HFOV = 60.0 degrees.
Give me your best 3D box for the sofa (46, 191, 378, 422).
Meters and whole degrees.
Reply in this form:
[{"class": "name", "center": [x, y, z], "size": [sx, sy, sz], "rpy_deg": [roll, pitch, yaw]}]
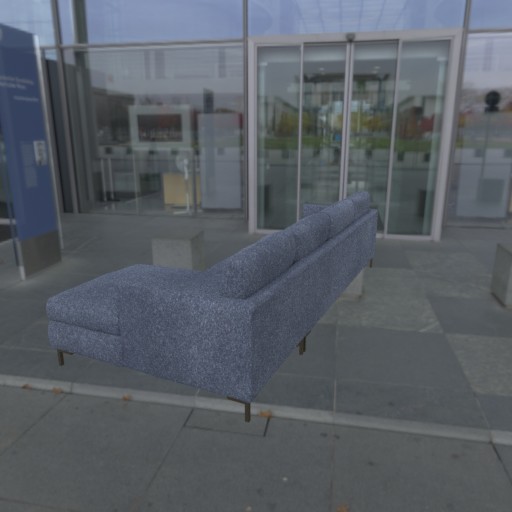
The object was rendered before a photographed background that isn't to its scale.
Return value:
[{"class": "sofa", "center": [0.000, 0.000, 3.548], "size": [1.350, 0.810, 2.932], "rpy_deg": [7, 17, 25]}]
